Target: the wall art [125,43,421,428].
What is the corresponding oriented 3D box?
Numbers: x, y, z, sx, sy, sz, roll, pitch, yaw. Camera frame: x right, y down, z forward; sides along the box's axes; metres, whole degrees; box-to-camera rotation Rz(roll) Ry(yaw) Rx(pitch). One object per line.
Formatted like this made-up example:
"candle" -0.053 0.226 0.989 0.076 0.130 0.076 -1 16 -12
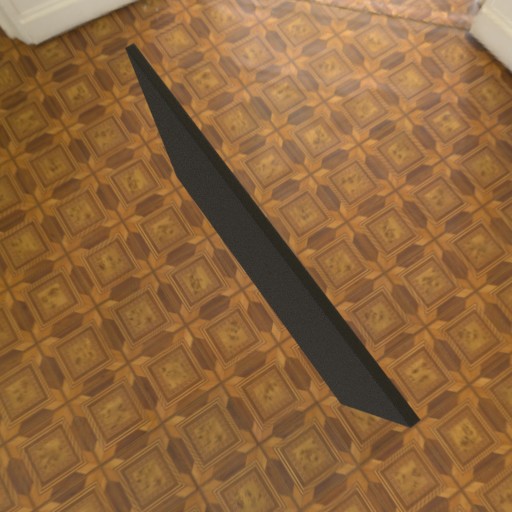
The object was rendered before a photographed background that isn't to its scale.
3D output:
"wall art" 0.000 0.000 1.195 0.049 0.659 0.964 -33 77 -8
